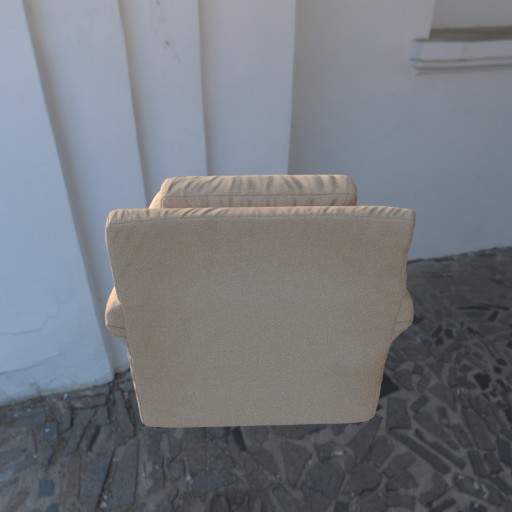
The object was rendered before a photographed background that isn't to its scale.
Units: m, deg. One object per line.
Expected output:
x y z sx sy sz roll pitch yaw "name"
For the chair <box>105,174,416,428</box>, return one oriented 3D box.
0.000 0.000 1.774 0.940 0.866 1.066 -1 31 -2 "chair"
